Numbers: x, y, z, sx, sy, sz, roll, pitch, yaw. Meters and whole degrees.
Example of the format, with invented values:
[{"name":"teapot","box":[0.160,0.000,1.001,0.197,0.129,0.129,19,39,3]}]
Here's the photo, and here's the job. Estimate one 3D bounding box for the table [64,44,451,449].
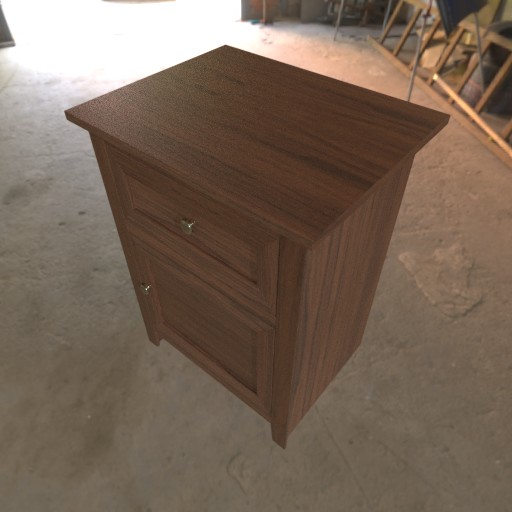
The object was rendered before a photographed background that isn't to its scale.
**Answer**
[{"name":"table","box":[0.000,0.000,0.924,0.480,0.636,0.381,30,52,27]}]
